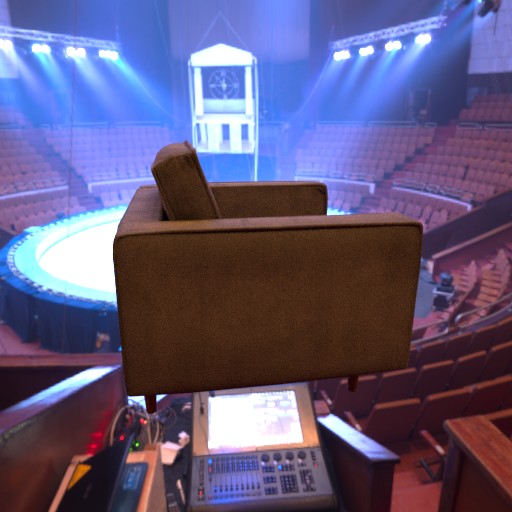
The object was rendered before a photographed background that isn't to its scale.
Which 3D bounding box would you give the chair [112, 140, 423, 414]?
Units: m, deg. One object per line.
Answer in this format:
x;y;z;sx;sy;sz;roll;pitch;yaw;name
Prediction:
0.000;0.000;1.550;0.843;0.773;0.928;-3;17;-10;chair
